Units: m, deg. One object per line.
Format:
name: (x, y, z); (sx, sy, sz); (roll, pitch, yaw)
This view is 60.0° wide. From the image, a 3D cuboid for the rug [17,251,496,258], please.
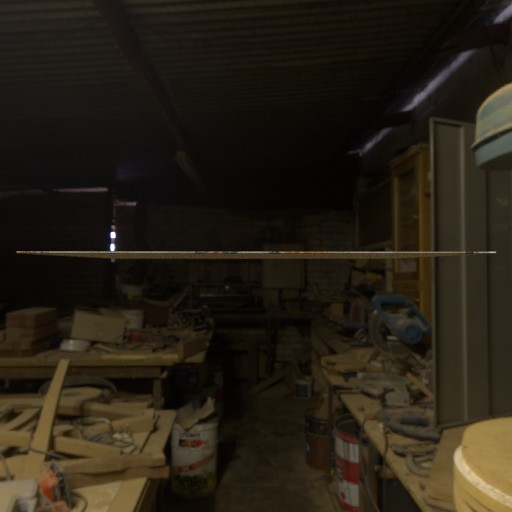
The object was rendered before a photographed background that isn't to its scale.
rug: (0.000, 0.000, 2.993); (2.428, 0.010, 1.533); (0, -1, -1)
